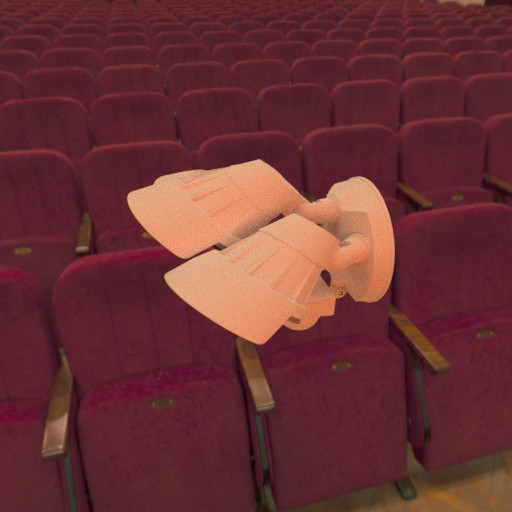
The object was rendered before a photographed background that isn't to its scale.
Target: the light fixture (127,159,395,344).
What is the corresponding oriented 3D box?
[{"bbox_3d":[0.000,0.000,0.539,0.278,0.237,0.369,-7,31,-12],"label":"light fixture"}]
